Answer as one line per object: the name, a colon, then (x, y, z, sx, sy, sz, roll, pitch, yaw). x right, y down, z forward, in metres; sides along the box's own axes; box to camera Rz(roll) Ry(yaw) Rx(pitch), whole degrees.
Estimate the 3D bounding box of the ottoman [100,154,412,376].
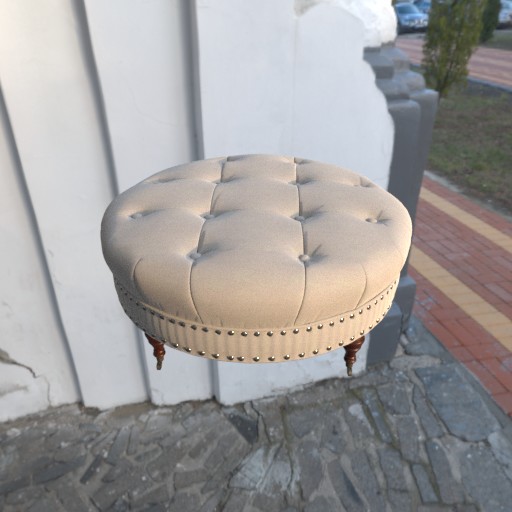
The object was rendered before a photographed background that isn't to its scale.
ottoman: (0.000, 0.000, 1.373, 0.901, 0.439, 0.901, 0, 30, 0)
